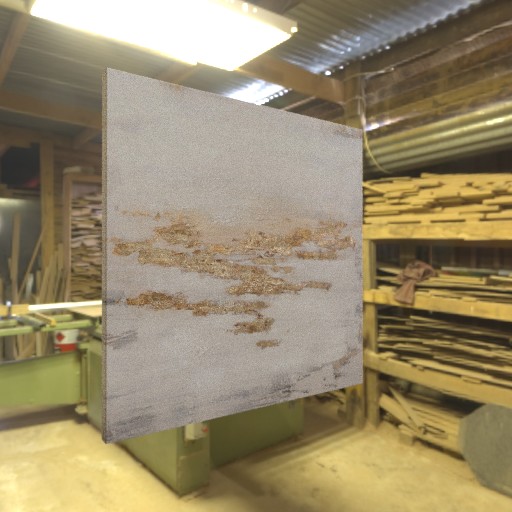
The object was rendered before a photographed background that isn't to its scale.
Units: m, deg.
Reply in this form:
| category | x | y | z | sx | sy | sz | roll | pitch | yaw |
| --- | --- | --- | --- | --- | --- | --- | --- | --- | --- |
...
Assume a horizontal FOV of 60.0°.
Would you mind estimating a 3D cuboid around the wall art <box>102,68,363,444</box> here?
| category | x | y | z | sx | sy | sz | roll | pitch | yaw |
| --- | --- | --- | --- | --- | --- | --- | --- | --- | --- |
| wall art | 0.000 | 0.000 | 1.502 | 1.015 | 1.018 | 0.040 | 0 | 0 | -35 |
